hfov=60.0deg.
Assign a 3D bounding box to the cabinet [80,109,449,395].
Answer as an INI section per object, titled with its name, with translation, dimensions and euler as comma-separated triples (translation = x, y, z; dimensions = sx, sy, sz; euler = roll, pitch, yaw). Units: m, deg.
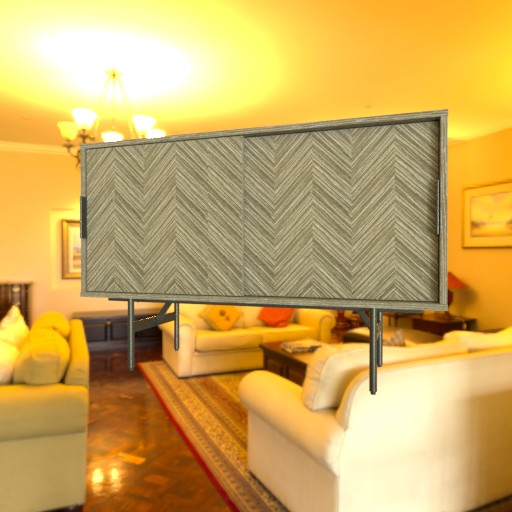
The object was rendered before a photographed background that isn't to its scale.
[cabinet]
translation = 0.000, 0.000, 1.532
dimensions = 1.194, 0.787, 0.405
euler = 0, 0, 19
